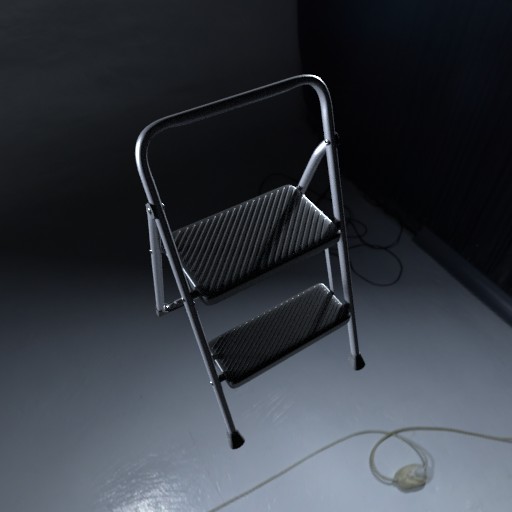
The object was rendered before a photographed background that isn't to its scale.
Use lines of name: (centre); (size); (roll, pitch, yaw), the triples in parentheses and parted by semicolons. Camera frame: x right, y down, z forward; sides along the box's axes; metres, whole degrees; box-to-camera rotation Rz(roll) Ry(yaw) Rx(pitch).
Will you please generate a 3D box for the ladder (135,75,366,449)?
ladder: (0.000, 0.000, 1.011); (0.430, 0.720, 0.472); (-25, 53, -21)
